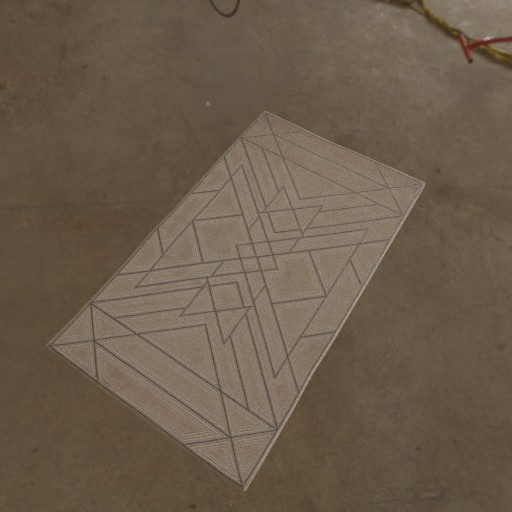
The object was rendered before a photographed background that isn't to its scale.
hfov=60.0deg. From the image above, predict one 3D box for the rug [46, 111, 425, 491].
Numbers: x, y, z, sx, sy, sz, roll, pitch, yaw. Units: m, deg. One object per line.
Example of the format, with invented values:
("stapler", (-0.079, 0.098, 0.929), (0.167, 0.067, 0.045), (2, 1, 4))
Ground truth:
("rug", (0.000, 0.000, 1.060), (0.511, 0.008, 0.869), (29, 64, 16))
